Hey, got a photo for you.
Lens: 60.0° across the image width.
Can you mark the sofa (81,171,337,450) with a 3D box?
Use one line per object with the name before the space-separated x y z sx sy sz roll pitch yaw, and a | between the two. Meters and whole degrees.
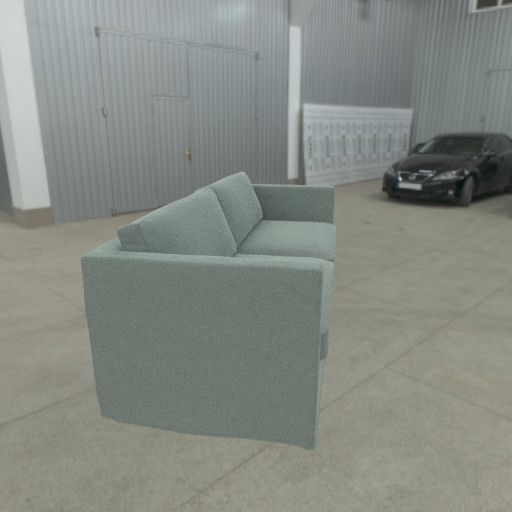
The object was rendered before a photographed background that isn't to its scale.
sofa | 0.000 0.000 2.751 0.962 0.853 2.312 3 17 10
